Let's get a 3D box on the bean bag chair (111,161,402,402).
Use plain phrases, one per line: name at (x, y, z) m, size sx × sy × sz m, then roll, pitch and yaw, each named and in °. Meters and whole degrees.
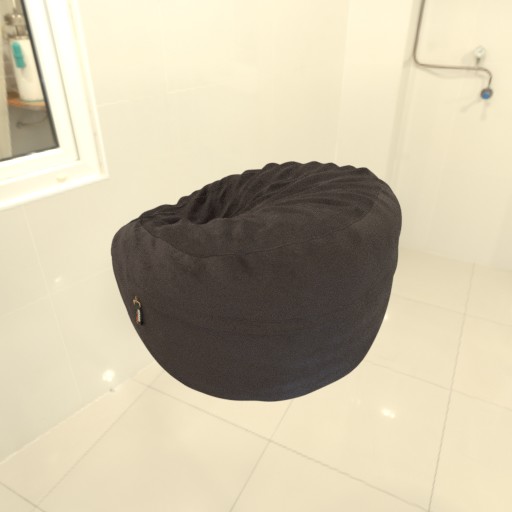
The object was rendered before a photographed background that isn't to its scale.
bean bag chair at (0.000, 0.000, 2.055) m, size 1.245 × 0.821 × 1.245 m, roll 0°, pitch 31°, yaw 0°
